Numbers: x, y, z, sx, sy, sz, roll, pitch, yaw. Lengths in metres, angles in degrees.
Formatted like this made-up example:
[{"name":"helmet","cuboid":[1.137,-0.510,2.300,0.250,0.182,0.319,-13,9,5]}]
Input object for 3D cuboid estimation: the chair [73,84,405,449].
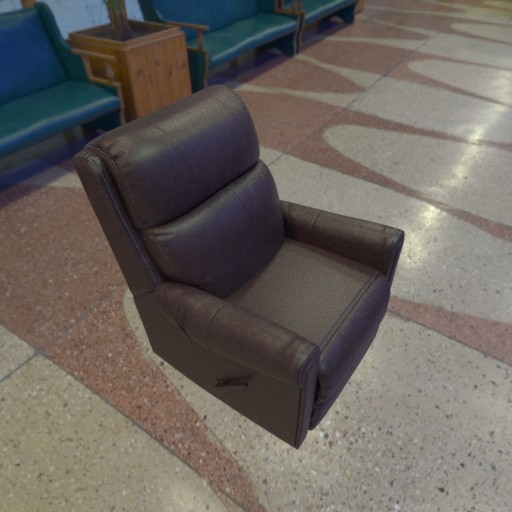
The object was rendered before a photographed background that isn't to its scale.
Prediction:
[{"name":"chair","cuboid":[0.000,0.000,1.776,1.014,1.054,0.838,25,46,26]}]
